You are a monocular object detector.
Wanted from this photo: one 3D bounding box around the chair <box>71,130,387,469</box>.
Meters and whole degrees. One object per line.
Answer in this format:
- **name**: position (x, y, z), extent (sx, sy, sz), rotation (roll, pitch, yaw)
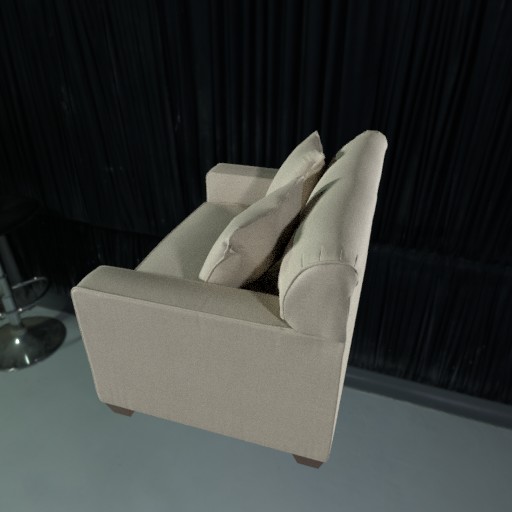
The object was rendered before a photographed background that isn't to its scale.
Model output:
- **chair**: position (0.000, 0.000, 2.049), extent (1.000, 0.948, 1.383), rotation (9, 32, 15)
